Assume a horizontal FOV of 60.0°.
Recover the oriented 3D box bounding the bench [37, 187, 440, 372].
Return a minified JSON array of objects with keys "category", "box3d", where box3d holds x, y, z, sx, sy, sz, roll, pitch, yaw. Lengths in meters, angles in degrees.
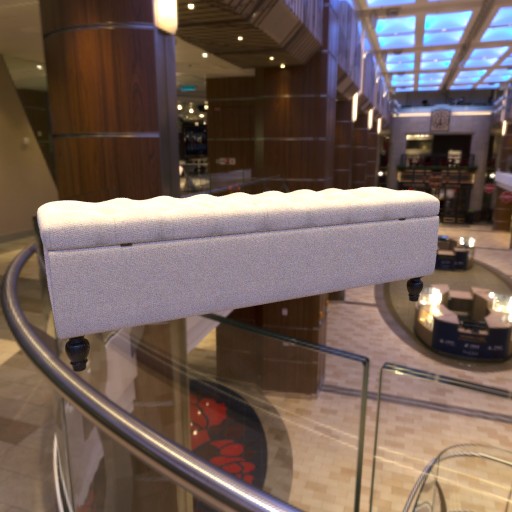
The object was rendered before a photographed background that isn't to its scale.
[{"category":"bench","box3d":[0.000,0.000,1.713,1.480,0.467,0.455,-7,15,-26]}]
